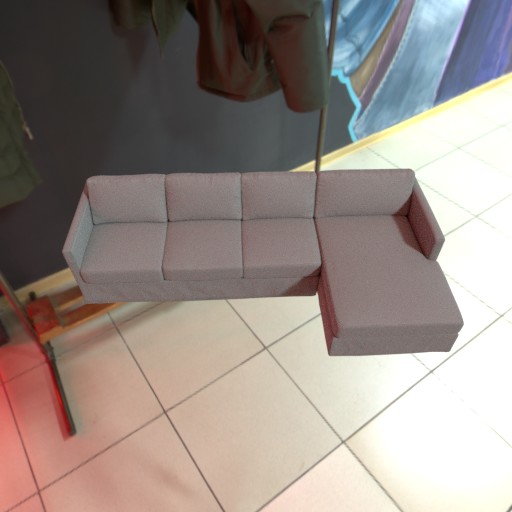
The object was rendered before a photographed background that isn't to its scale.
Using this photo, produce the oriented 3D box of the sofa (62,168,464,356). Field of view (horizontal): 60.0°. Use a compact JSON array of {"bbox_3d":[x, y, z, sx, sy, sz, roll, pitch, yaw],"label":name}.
[{"bbox_3d":[0.000,0.000,3.896,3.177,0.867,1.622,-2,47,-2],"label":"sofa"}]
